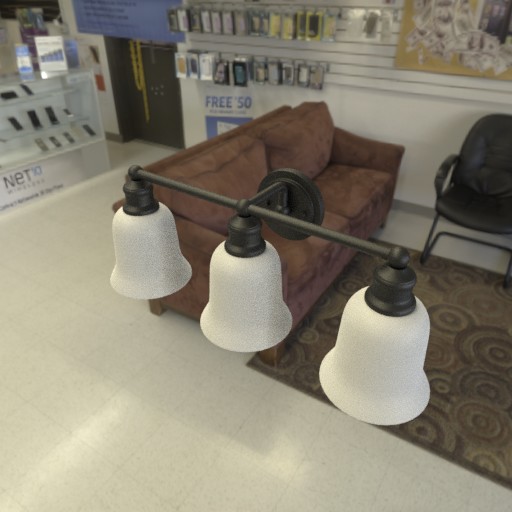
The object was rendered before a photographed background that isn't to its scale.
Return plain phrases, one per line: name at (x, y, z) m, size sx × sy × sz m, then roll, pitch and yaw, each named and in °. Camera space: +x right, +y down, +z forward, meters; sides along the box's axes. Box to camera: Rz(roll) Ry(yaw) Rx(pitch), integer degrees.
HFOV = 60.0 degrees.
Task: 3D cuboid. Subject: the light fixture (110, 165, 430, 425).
light fixture at (0.000, 0.000, 0.663) m, size 0.570 × 0.211 × 0.198 m, roll 21°, pitch 38°, yaw 29°
